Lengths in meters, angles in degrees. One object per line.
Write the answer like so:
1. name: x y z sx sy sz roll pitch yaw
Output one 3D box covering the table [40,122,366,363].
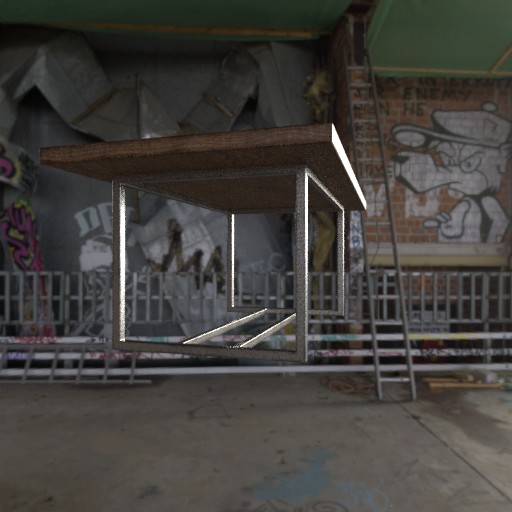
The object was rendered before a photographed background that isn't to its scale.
1. table: 0.000 0.000 2.434 1.078 0.795 1.989 0 0 17
